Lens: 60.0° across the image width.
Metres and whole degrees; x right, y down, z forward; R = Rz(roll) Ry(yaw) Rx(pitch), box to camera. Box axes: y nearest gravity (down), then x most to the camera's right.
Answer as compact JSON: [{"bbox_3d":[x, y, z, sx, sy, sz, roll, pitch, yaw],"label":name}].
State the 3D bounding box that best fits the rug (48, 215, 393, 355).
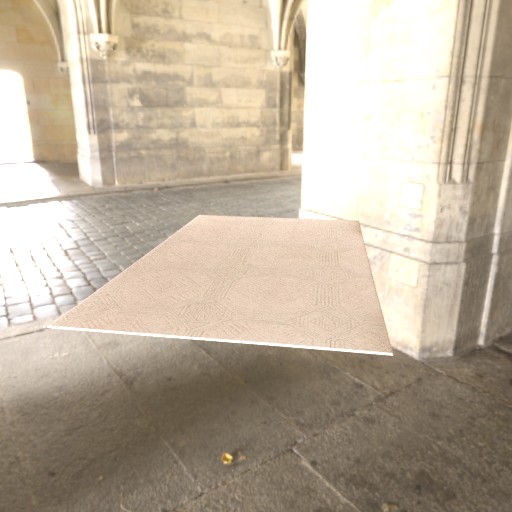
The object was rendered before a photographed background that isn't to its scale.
[{"bbox_3d":[0.000,0.000,3.048,1.524,0.008,2.440,3,18,9],"label":"rug"}]
